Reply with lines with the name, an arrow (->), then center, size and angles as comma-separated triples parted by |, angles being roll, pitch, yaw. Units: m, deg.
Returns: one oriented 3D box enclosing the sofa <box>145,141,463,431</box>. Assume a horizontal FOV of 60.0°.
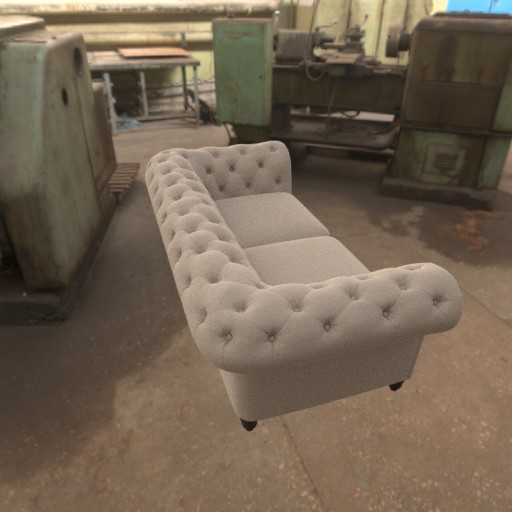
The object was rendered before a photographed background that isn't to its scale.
sofa -> 0.000, 0.000, 2.426 | 0.986, 0.764, 1.998 | -9, 32, -15
